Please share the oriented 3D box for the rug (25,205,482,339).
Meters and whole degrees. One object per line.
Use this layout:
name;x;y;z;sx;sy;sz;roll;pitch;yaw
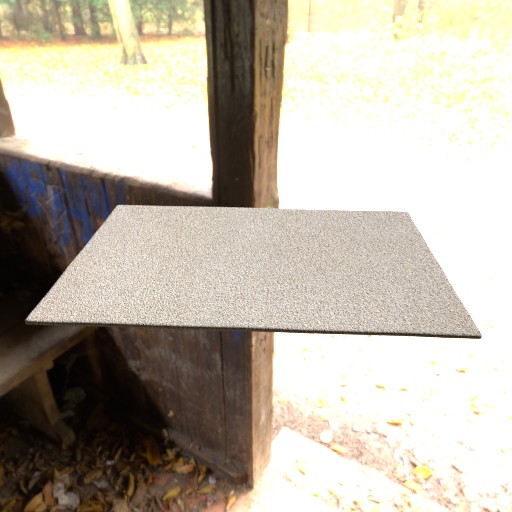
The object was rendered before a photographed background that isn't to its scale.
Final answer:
rug;0.000;0.000;3.407;2.743;0.030;1.778;1;30;3
